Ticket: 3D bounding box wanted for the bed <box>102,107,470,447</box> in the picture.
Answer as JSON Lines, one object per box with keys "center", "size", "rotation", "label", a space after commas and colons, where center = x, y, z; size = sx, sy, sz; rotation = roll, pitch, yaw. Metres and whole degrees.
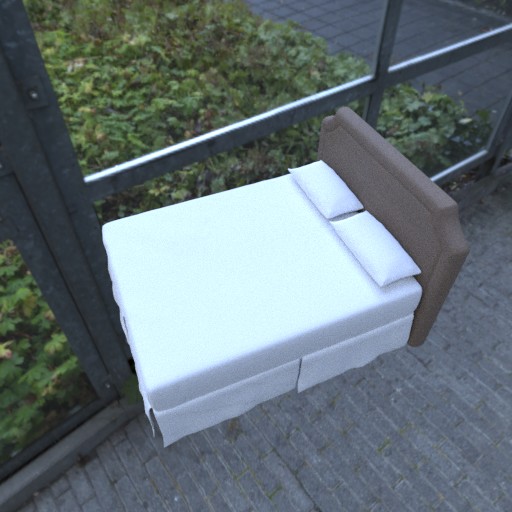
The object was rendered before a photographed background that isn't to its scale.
{"center": [0.000, 0.000, 3.223], "size": [2.116, 1.290, 1.693], "rotation": [-17, 49, -15], "label": "bed"}
